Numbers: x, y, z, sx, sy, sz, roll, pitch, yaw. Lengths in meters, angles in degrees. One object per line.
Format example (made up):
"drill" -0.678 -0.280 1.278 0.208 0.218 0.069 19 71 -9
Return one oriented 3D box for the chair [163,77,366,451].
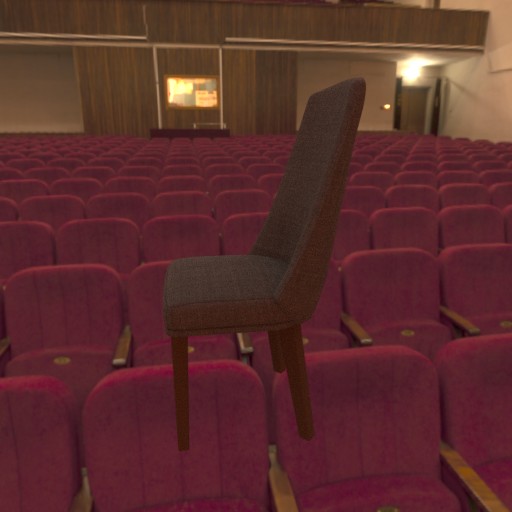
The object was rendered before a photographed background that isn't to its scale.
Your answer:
"chair" 0.000 0.000 1.397 0.577 1.050 0.510 -2 15 -9
